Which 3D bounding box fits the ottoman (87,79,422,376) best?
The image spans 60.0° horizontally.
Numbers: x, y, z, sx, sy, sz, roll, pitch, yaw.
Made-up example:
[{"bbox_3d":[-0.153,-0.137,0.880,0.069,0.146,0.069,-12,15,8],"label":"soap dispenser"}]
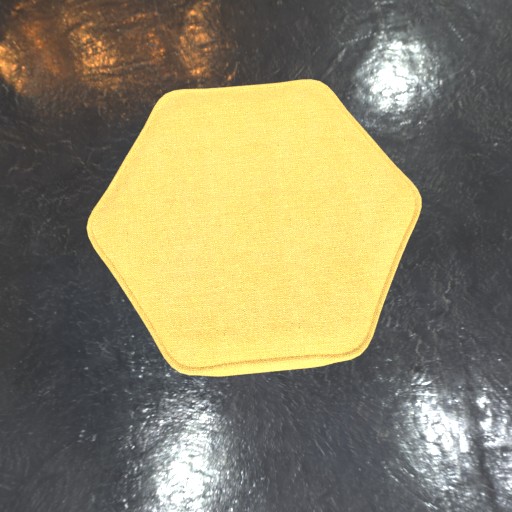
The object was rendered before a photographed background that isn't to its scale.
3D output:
[{"bbox_3d":[0.000,0.000,0.870,0.494,0.502,0.443,-5,75,-1],"label":"ottoman"}]
